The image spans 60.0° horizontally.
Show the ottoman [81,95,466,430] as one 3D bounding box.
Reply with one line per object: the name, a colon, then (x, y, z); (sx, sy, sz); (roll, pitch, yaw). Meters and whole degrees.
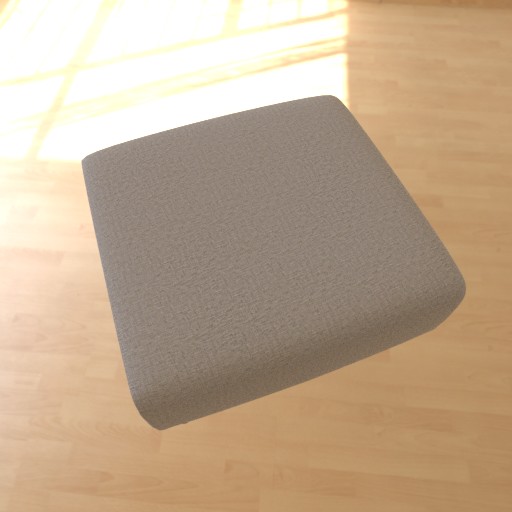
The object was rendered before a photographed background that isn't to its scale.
ottoman: (0.000, 0.000, 1.071); (0.655, 0.399, 0.648); (-17, 60, -10)
